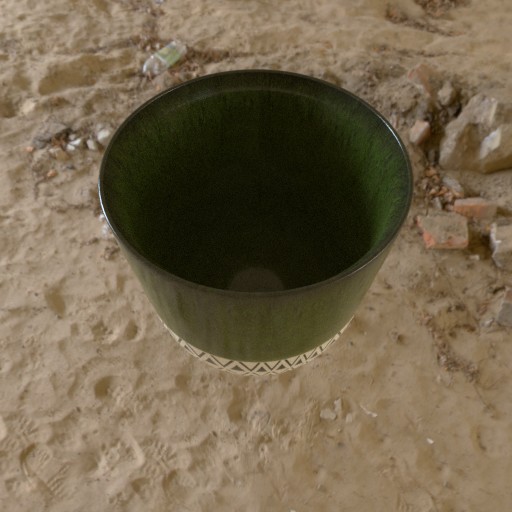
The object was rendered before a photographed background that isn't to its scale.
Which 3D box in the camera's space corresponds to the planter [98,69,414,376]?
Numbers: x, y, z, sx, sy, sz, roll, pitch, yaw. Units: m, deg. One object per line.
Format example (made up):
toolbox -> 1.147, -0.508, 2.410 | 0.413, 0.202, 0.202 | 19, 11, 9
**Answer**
planter -> 0.000, 0.000, 0.461 | 0.245, 0.270, 0.245 | 0, 56, 0
